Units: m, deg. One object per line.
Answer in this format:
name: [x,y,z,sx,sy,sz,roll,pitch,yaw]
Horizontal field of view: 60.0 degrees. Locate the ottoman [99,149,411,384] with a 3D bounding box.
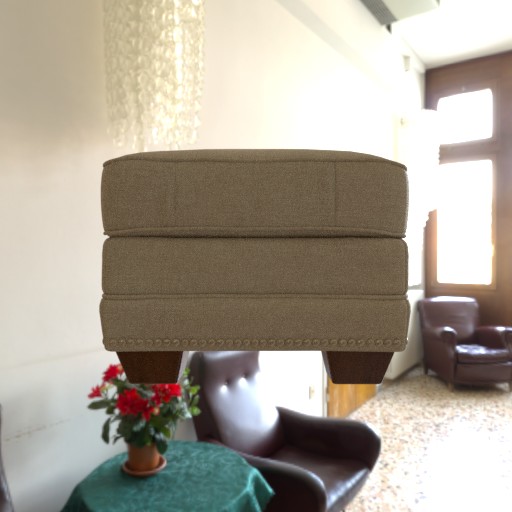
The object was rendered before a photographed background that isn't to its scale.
ottoman: [0.000,0.000,1.146,0.559,0.458,0.813,0,0,0]
